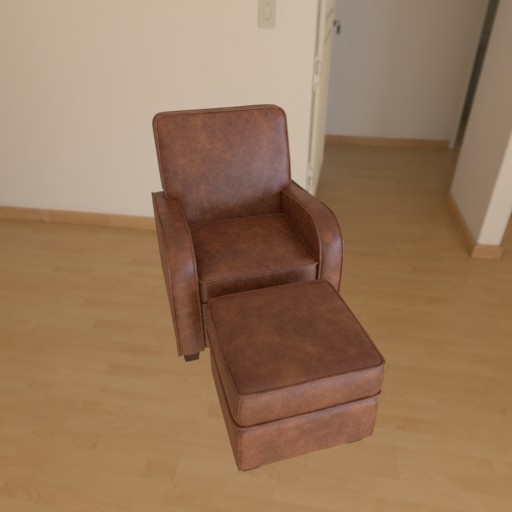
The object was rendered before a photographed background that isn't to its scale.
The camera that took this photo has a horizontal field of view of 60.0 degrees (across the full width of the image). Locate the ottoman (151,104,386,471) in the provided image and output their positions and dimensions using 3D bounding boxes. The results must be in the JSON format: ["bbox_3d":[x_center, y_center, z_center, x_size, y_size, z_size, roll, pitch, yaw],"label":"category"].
[{"bbox_3d":[0.000,0.000,1.817,0.732,0.904,1.314,-9,34,-13],"label":"ottoman"}]
